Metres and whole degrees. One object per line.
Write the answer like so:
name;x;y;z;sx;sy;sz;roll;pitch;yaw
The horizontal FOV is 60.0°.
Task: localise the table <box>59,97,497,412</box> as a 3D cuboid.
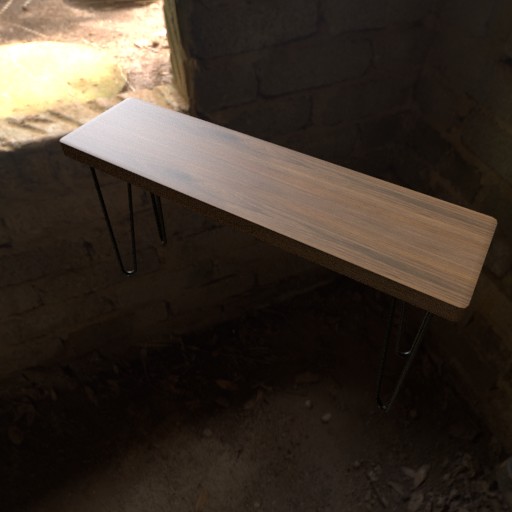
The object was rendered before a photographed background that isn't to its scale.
table;0.000;0.000;1.881;1.570;0.834;0.425;24;51;21
